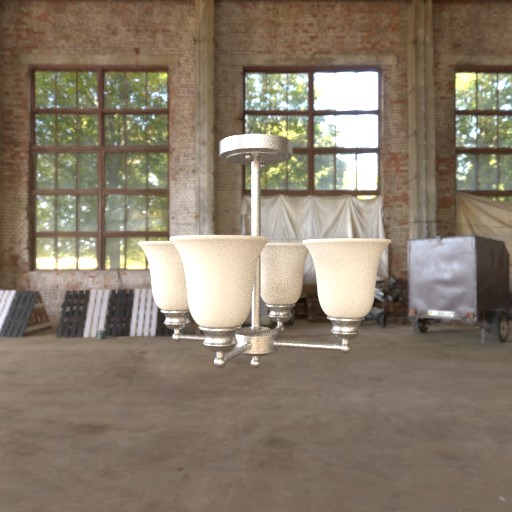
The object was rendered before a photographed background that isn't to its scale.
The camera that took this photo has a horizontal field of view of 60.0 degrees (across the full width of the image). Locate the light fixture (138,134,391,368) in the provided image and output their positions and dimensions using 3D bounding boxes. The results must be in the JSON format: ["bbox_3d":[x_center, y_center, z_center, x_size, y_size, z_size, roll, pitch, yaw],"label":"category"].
[{"bbox_3d":[0.000,0.000,0.732,0.427,0.370,0.427,0,0,19],"label":"light fixture"}]
